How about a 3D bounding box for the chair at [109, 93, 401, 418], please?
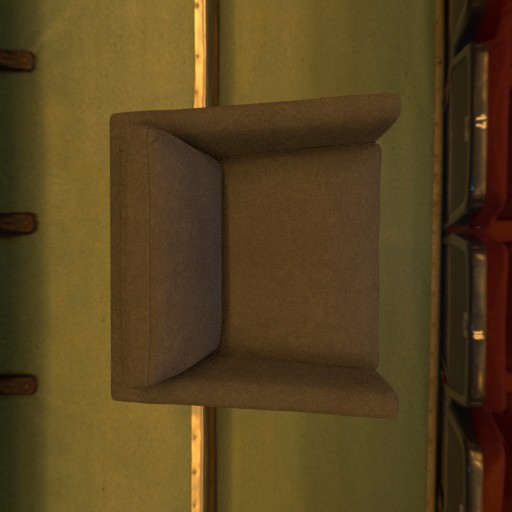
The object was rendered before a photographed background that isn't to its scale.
[{"bbox_3d":[0.000,0.000,1.840,1.091,0.845,1.190,0,91,-2],"label":"chair"}]
